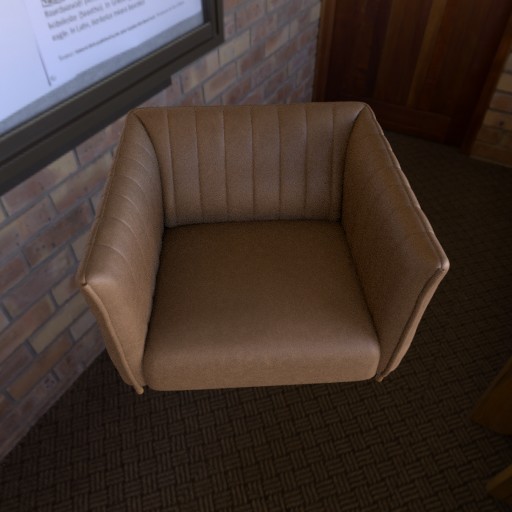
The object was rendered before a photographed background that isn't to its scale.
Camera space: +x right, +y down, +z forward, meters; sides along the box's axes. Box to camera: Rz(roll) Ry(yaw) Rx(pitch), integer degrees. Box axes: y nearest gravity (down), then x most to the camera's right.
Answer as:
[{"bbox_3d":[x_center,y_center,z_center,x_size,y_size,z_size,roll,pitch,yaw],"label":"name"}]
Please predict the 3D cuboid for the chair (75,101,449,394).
[{"bbox_3d":[0.000,0.000,1.626,0.981,0.779,0.876,-2,46,-2],"label":"chair"}]
